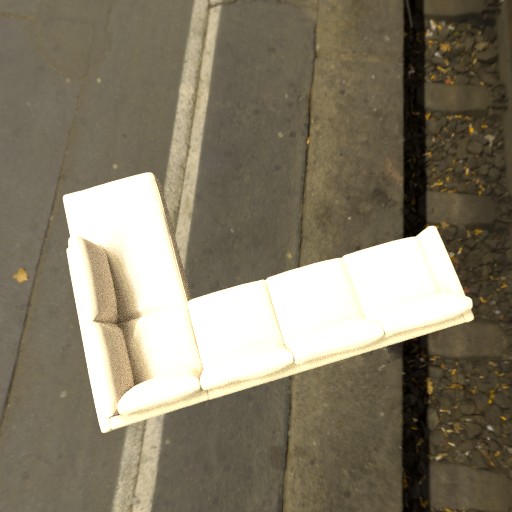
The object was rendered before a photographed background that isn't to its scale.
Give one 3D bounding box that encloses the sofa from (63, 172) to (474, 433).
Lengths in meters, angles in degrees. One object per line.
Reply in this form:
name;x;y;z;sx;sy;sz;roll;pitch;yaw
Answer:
sofa;0.000;0.000;3.704;2.949;0.815;2.007;-16;75;-4
